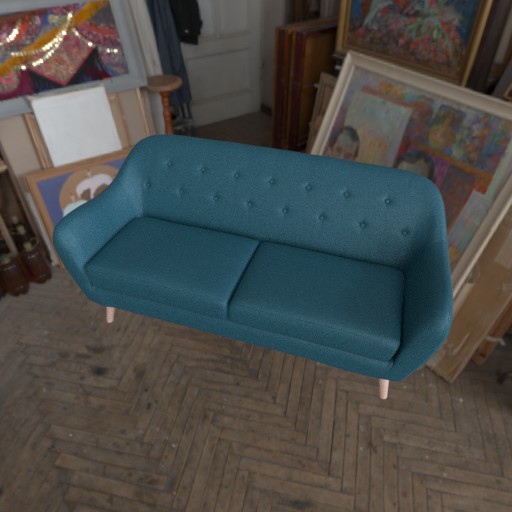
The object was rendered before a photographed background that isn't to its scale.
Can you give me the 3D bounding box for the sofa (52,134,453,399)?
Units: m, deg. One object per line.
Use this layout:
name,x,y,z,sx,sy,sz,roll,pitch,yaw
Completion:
sofa,0.000,0.000,2.289,1.840,0.836,0.820,12,41,14
